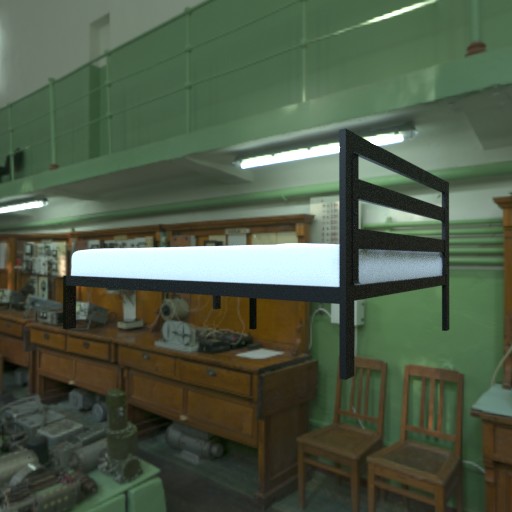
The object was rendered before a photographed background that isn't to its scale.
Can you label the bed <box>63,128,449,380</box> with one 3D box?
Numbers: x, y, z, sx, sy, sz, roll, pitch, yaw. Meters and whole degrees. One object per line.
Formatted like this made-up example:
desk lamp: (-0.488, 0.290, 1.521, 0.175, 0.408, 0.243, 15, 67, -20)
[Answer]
bed: (0.000, 0.000, 2.926, 2.062, 0.967, 1.524, 0, 0, 37)
